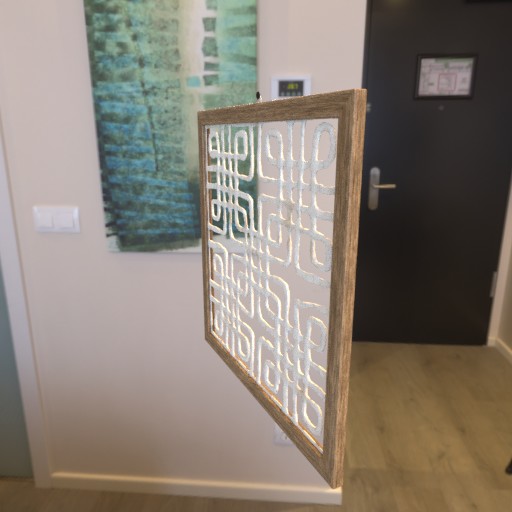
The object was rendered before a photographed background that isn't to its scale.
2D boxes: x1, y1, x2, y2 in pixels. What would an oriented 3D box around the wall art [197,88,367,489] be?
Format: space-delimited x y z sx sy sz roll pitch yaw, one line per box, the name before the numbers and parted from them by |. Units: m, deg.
wall art | 0.000 0.000 0.830 0.021 0.582 0.561 -7 17 -25
